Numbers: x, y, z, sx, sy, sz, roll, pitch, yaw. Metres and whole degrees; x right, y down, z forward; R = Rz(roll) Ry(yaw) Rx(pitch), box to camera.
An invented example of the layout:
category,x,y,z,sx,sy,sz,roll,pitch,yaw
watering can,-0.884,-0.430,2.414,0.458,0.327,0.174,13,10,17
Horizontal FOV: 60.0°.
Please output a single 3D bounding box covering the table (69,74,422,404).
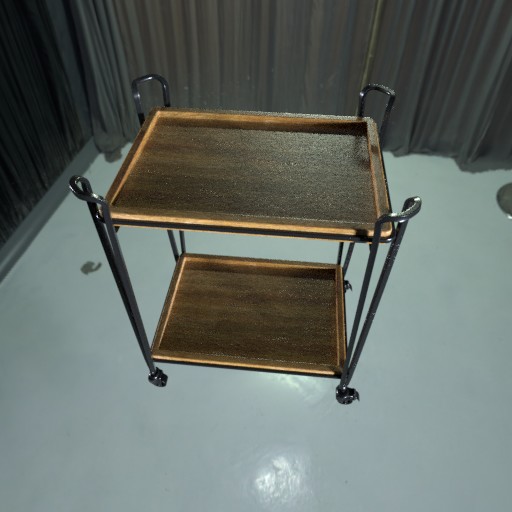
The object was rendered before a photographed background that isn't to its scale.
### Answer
category,x,y,z,sx,sy,sz,roll,pitch,yaw
table,0.000,0.000,1.243,0.672,0.785,0.505,4,47,4
